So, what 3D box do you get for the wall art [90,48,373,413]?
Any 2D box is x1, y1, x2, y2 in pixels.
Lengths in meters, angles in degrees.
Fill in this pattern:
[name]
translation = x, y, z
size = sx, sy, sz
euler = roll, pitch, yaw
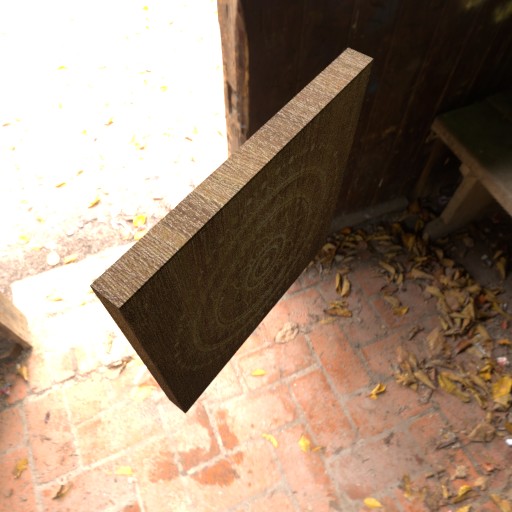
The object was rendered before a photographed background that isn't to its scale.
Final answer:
[wall art]
translation = 0.000, 0.000, 0.616
size = 0.039, 0.403, 0.406
euler = 33, 64, 18
